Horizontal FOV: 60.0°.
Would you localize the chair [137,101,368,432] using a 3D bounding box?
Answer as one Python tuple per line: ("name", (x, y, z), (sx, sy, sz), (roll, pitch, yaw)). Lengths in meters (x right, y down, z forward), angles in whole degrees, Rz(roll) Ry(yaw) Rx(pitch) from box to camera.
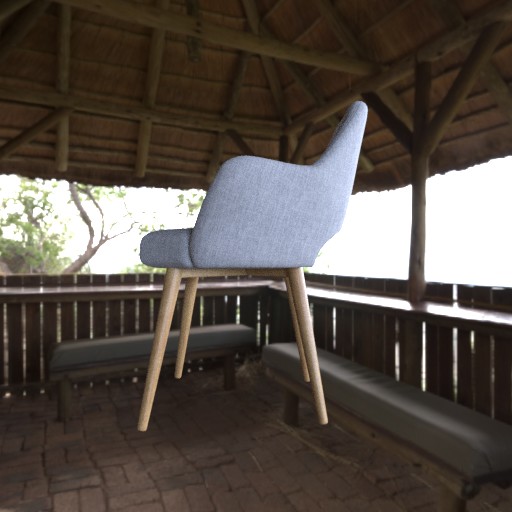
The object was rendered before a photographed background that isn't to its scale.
("chair", (0.000, 0.000, 1.287), (0.610, 0.840, 0.590), (0, 0, 1))
